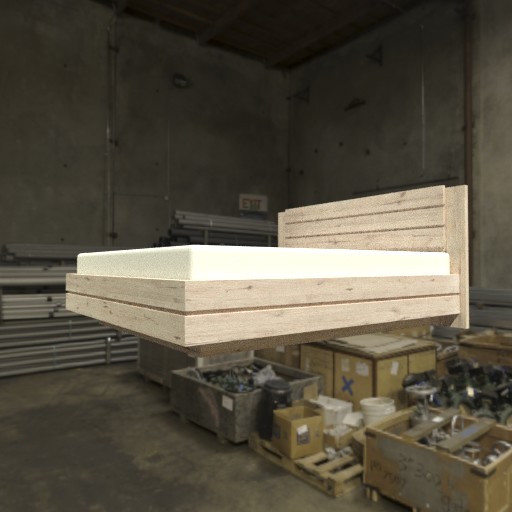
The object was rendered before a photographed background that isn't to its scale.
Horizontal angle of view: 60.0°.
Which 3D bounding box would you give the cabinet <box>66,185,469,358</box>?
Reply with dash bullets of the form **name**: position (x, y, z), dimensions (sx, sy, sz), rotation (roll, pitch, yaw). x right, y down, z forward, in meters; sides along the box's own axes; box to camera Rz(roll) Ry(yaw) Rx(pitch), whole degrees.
- **cabinet**: position (0.000, 0.000, 3.119), dimensions (2.080, 0.970, 1.950), rotation (1, -2, -37)
